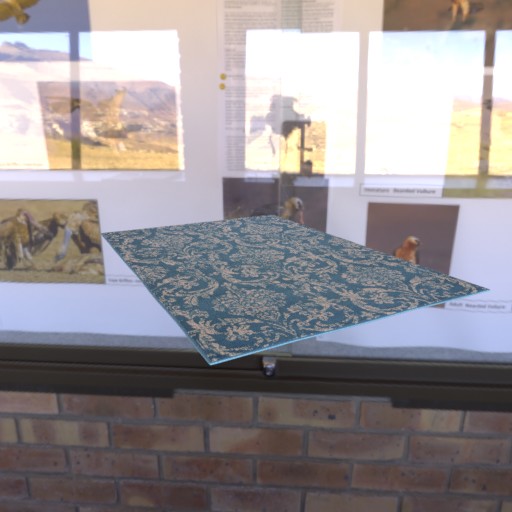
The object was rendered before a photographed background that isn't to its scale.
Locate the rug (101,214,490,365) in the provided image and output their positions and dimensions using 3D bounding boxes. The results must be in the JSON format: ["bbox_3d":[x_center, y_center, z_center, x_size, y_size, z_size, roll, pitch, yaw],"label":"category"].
[{"bbox_3d":[0.000,0.000,2.855,1.554,0.012,2.205,-9,19,-27],"label":"rug"}]
